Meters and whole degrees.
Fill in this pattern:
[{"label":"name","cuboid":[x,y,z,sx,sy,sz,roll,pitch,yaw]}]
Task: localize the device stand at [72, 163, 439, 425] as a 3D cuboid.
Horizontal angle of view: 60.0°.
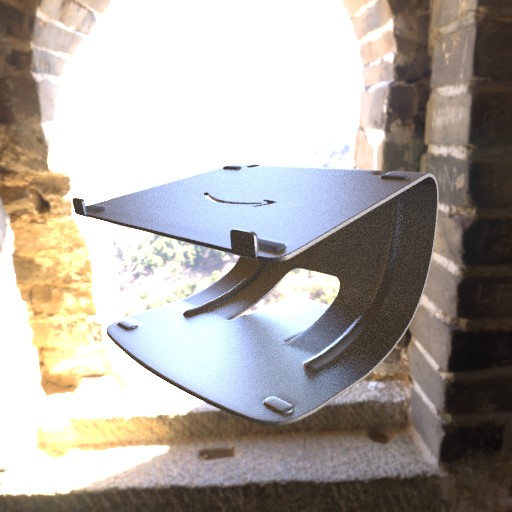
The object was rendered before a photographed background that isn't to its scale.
[{"label":"device stand","cuboid":[0.000,0.000,0.412,0.256,0.155,0.236,14,20,42]}]
